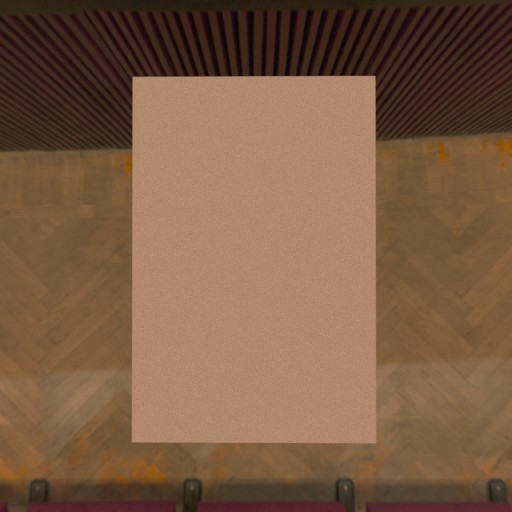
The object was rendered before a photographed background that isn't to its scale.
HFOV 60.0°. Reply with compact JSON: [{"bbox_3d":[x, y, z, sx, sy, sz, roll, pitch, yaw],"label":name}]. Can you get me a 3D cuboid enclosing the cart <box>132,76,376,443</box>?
[{"bbox_3d":[0.000,0.000,1.235,0.442,0.864,0.683,0,90,1],"label":"cart"}]
